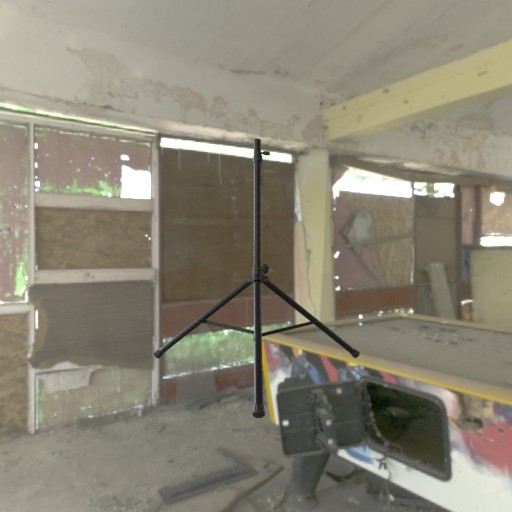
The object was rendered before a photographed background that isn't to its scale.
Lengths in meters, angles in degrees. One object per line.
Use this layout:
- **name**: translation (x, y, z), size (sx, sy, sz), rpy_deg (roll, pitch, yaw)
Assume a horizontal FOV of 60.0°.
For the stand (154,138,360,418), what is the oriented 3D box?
- **stand**: translation (0.000, 0.000, 2.819), size (1.596, 1.595, 1.339), rpy_deg (0, 0, 1)
